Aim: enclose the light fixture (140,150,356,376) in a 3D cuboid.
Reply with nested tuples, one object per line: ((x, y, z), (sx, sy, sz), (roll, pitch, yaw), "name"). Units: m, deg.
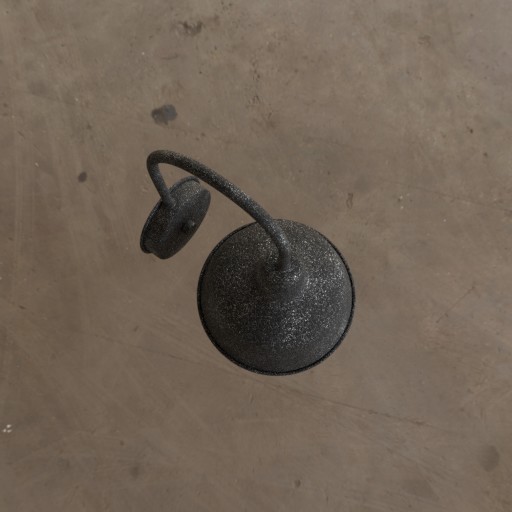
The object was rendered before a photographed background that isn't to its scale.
((0.000, 0.000, 0.490), (0.283, 0.300, 0.216), (34, 77, 9), "light fixture")
